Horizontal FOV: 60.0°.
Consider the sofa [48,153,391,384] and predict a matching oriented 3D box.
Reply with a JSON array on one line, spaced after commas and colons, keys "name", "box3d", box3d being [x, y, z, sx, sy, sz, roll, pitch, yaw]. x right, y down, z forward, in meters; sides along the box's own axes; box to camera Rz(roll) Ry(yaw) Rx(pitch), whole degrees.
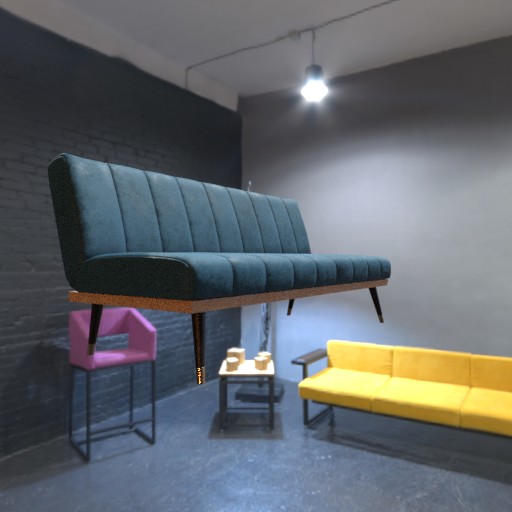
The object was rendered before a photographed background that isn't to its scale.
[{"name": "sofa", "box3d": [0.000, 0.000, 2.310, 0.830, 0.825, 1.810, 0, 0, 36]}]
